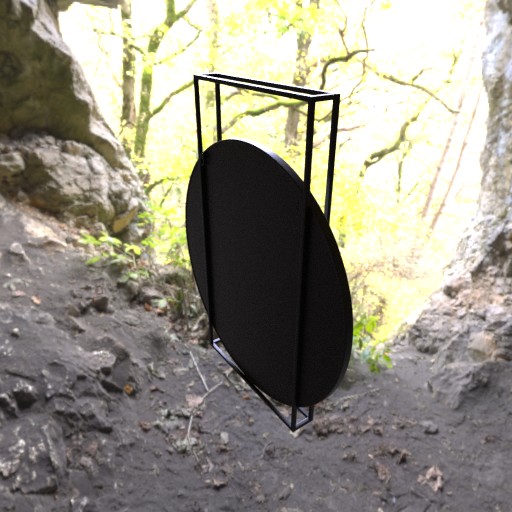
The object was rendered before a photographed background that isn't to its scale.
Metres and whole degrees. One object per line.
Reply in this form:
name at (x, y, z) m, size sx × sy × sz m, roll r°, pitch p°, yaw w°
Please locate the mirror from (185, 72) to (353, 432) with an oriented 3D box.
mirror at (0.000, 0.000, 0.822) m, size 0.051 × 0.603 × 0.508 m, roll -18°, pitch 33°, yaw -30°
